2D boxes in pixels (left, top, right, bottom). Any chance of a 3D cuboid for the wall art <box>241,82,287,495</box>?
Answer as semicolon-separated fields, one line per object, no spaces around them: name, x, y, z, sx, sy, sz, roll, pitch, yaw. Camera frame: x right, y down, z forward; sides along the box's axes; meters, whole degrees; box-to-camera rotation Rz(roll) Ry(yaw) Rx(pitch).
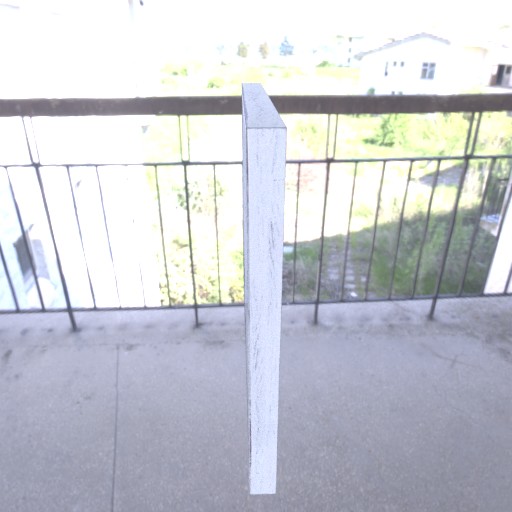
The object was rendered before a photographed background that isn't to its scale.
wall art;0.000;0.000;0.749;0.038;0.508;0.508;-1;26;-2
